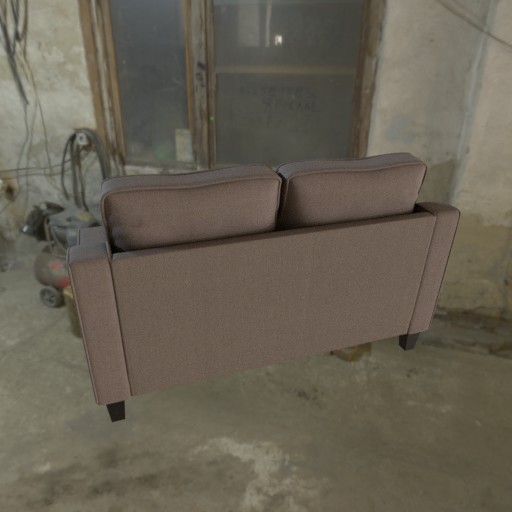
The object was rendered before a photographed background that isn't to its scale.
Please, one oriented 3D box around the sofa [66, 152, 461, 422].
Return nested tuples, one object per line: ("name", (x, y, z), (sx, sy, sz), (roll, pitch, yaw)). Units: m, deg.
("sofa", (0.000, 0.000, 2.014), (1.500, 0.948, 0.791), (-8, 26, -17))
